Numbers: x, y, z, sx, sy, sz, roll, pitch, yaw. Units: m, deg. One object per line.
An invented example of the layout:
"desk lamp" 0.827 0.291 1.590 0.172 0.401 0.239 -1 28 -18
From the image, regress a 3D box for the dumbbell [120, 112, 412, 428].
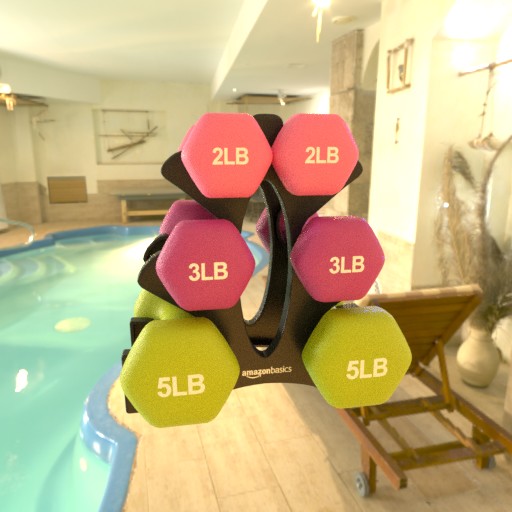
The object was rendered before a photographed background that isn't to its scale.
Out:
"dumbbell" 0.000 0.000 0.437 0.257 0.261 0.203 -2 13 -10
